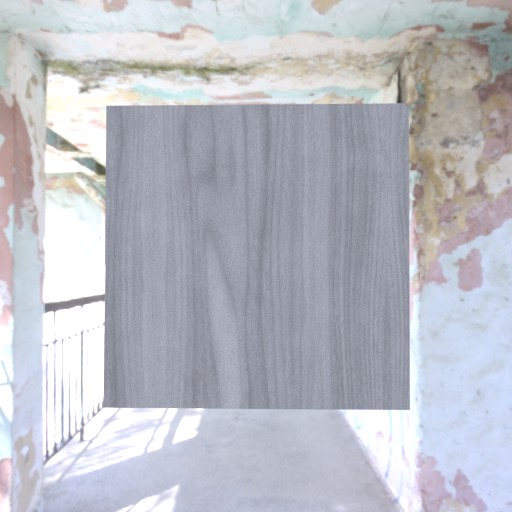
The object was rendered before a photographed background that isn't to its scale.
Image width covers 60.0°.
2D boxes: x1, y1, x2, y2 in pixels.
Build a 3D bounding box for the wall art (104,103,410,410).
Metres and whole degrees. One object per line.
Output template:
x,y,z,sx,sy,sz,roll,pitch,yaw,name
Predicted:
0.000,0.000,0.746,0.508,0.507,0.016,0,-1,1,wall art
